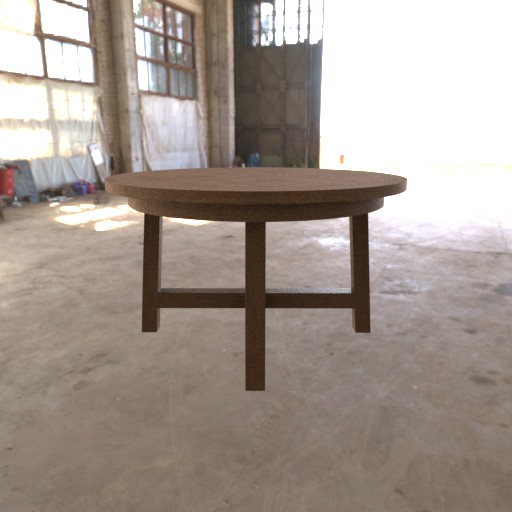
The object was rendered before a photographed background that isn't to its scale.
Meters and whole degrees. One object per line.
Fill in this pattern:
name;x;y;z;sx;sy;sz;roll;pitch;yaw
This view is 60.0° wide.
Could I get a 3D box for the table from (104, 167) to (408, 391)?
table;0.000;0.000;2.127;1.319;0.762;1.319;0;15;0
